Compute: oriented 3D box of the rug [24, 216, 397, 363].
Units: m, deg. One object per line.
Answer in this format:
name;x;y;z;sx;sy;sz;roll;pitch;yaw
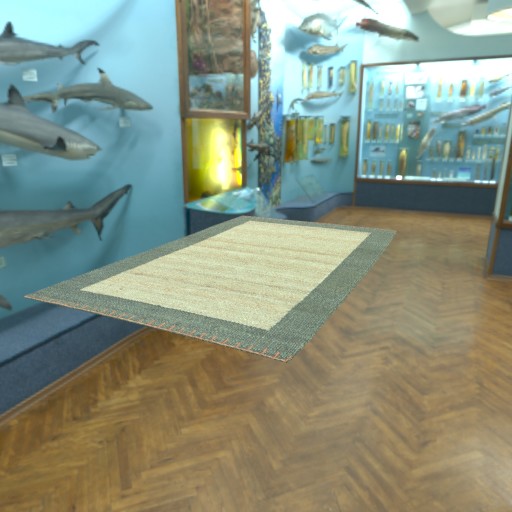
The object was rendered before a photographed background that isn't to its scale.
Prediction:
rug;0.000;0.000;3.020;1.521;0.006;2.435;8;18;25
